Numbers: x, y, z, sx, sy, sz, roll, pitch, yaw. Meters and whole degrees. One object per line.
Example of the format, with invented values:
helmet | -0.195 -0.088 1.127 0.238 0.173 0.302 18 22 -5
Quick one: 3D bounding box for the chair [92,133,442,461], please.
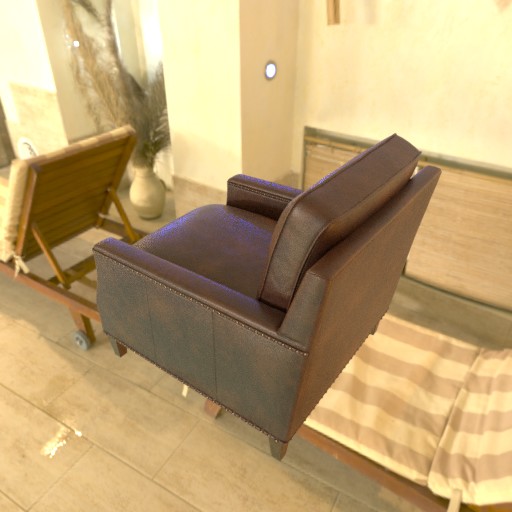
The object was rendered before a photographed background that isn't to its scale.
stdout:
chair | 0.000 0.000 1.701 1.014 0.929 0.853 21 38 30
